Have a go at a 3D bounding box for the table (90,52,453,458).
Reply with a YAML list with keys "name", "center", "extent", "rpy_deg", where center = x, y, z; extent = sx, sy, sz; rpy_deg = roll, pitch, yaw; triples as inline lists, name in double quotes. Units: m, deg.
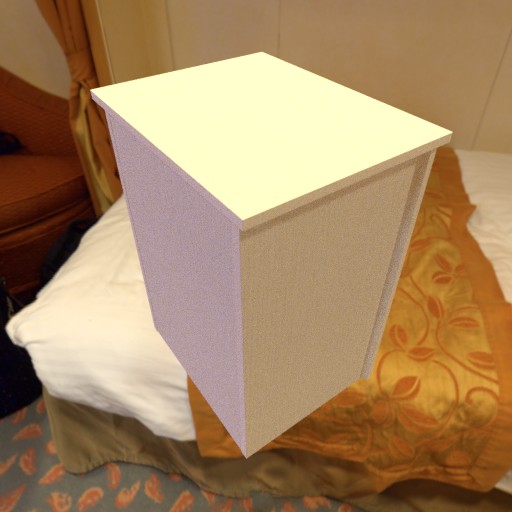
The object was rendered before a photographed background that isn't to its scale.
- name: "table"
  center: [0.000, 0.000, 0.931]
  extent: [0.381, 0.635, 0.480]
  rpy_deg: [-25, 47, -26]
